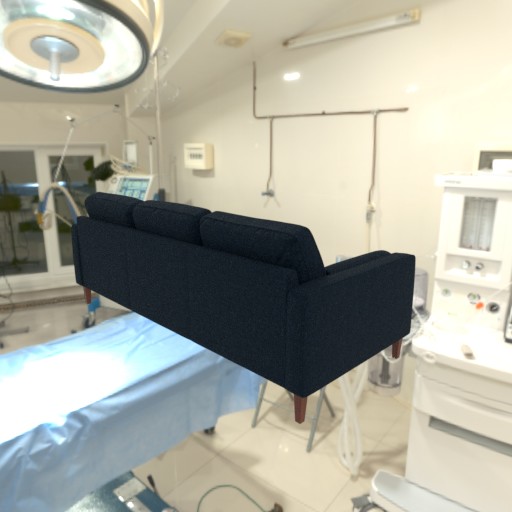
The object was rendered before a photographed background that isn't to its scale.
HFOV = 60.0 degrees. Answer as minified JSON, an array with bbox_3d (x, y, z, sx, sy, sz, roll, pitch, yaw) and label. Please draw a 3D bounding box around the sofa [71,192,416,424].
[{"bbox_3d":[0.000,0.000,3.012,1.613,0.841,2.185,-14,20,-43],"label":"sofa"}]
